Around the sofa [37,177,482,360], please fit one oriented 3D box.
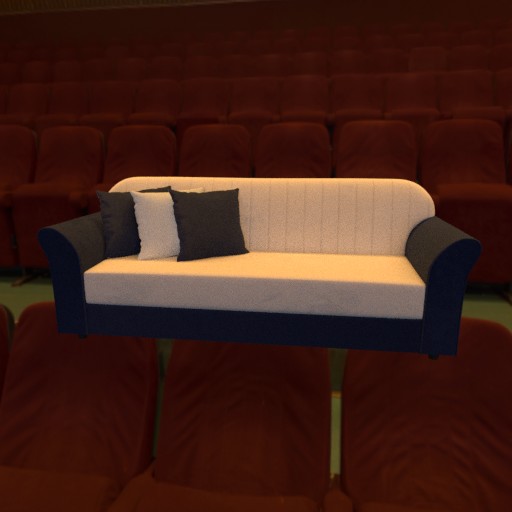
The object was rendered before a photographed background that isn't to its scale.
[{"bbox_3d":[0.000,0.000,2.370,2.006,0.789,0.749,2,14,7],"label":"sofa"}]
